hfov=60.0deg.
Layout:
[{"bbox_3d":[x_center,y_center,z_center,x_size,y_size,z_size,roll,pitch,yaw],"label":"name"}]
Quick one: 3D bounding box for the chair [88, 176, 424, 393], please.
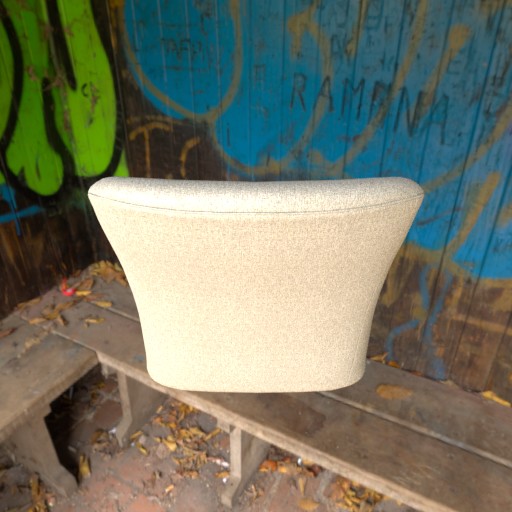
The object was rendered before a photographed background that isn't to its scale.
[{"bbox_3d":[0.000,0.000,1.583,0.864,0.856,0.923,0,30,0],"label":"chair"}]
